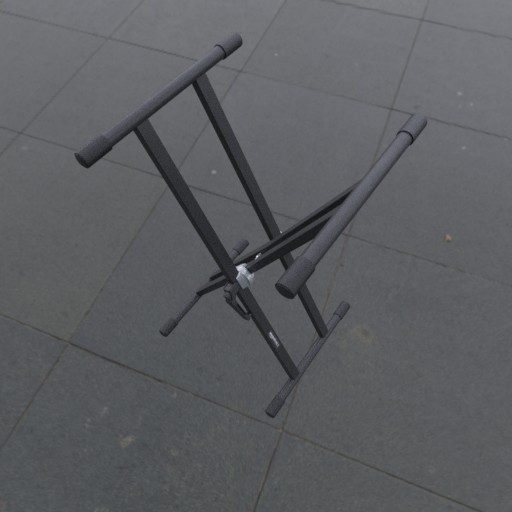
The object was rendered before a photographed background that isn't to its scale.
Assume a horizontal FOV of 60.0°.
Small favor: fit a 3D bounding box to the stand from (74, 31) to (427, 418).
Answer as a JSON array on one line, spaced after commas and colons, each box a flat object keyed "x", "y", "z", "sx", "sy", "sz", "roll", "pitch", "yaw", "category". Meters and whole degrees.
[{"x": 0.000, "y": 0.000, "z": 1.234, "sx": 0.503, "sy": 0.900, "sz": 0.495, "roll": 32, "pitch": 64, "yaw": 18, "category": "stand"}]
